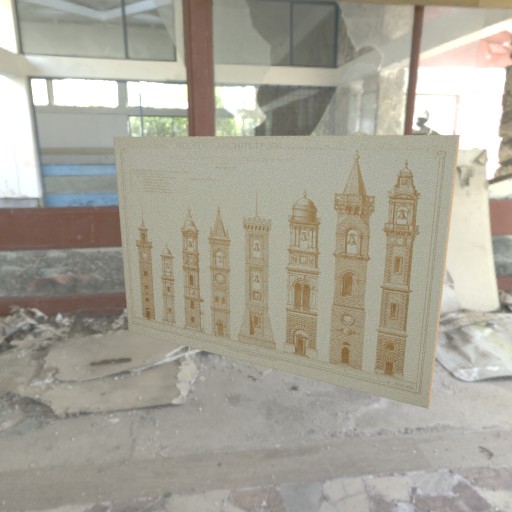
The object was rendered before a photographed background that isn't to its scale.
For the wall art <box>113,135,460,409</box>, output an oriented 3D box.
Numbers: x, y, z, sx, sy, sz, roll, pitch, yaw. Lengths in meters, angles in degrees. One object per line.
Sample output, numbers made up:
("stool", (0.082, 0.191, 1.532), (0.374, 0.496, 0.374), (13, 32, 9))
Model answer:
("wall art", (0.000, 0.000, 1.164), (0.915, 0.608, 0.033), (8, 16, 27))
